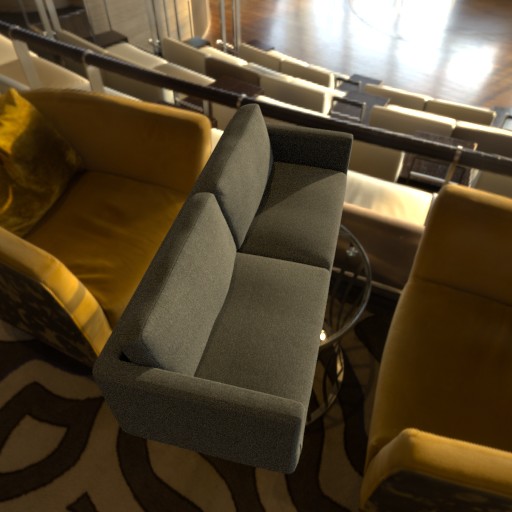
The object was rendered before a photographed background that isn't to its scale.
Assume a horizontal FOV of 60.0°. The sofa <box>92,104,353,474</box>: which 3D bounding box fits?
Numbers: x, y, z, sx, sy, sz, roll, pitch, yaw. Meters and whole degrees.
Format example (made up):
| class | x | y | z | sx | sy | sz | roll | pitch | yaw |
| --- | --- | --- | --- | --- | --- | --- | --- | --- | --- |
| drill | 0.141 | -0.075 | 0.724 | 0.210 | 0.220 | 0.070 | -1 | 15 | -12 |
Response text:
| class | x | y | z | sx | sy | sz | roll | pitch | yaw |
| --- | --- | --- | --- | --- | --- | --- | --- | --- | --- |
| sofa | 0.000 | 0.000 | 2.733 | 0.948 | 0.965 | 2.208 | 10 | 47 | 9 |
